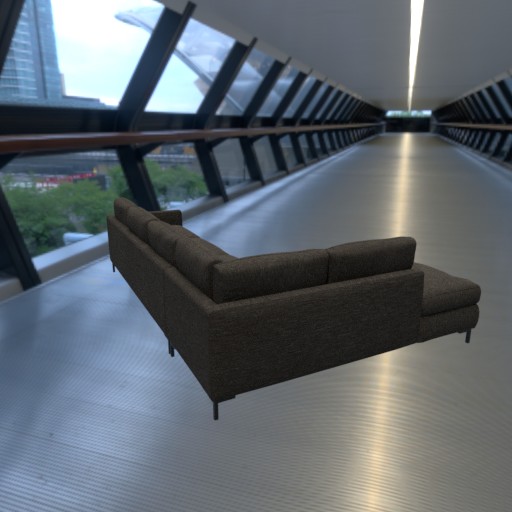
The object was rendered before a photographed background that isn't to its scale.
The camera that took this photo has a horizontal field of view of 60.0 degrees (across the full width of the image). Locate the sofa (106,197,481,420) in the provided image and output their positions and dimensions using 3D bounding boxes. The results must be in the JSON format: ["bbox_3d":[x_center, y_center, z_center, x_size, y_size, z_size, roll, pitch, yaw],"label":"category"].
[{"bbox_3d":[0.000,0.000,3.837,2.007,0.815,2.949,-8,17,-26],"label":"sofa"}]
